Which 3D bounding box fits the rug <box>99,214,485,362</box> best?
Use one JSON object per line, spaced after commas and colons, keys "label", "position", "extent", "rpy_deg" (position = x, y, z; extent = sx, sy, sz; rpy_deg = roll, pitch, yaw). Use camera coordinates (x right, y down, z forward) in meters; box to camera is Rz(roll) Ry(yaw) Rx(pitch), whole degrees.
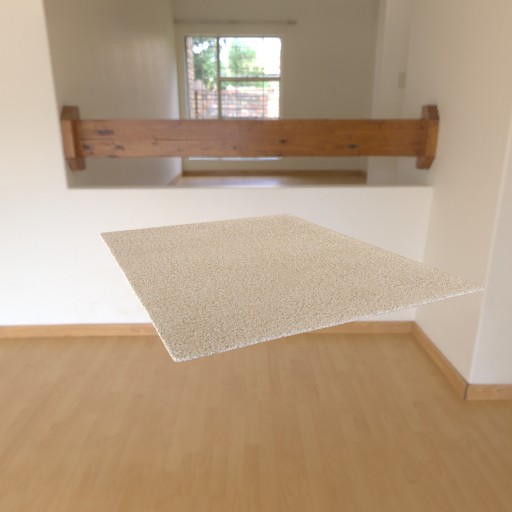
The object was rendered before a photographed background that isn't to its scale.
{"label": "rug", "position": [0.000, 0.000, 4.173], "extent": [2.438, 0.029, 3.047], "rpy_deg": [-8, 19, -25]}
